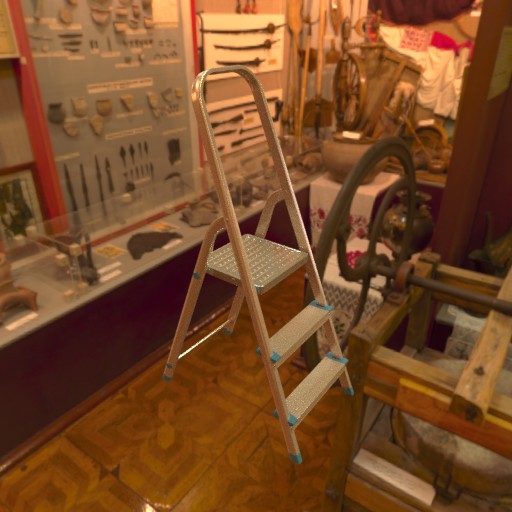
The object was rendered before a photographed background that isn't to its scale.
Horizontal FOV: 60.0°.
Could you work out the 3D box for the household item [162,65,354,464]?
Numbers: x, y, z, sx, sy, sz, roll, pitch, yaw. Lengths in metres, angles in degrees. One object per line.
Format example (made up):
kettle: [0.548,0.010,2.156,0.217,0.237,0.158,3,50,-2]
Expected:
household item: [0.000,0.000,1.555,0.687,1.215,0.420,20,34,32]
